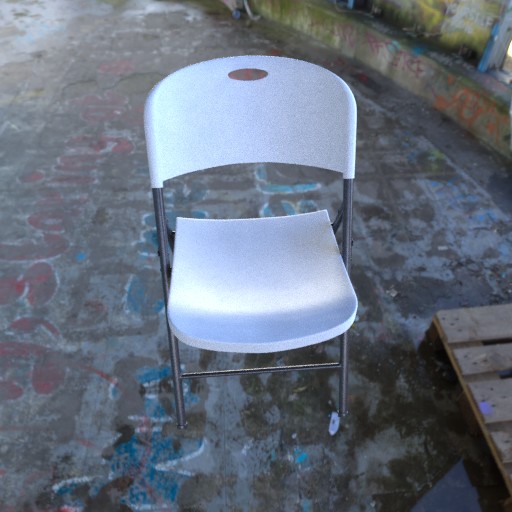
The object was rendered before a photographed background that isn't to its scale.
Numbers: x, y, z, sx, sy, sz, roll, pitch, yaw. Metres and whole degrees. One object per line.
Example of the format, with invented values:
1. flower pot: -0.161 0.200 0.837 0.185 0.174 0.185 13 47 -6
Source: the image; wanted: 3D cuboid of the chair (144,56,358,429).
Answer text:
1. chair: 0.000 0.000 1.160 0.494 0.810 0.566 -3 47 -3
